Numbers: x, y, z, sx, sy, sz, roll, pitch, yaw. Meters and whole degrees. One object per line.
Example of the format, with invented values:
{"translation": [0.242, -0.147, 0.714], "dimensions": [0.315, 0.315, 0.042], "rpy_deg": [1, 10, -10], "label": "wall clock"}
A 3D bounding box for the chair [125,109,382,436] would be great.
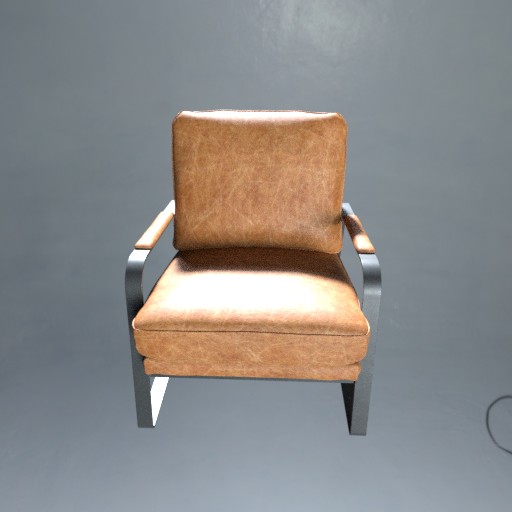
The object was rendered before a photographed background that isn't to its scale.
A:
{"translation": [0.000, 0.000, 1.372], "dimensions": [0.651, 0.777, 0.801], "rpy_deg": [1, 29, 2], "label": "chair"}
